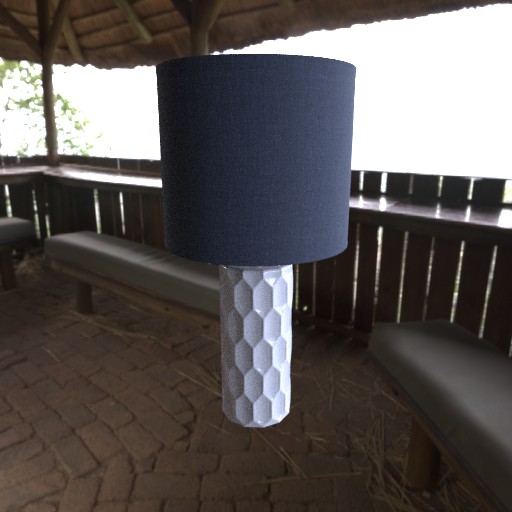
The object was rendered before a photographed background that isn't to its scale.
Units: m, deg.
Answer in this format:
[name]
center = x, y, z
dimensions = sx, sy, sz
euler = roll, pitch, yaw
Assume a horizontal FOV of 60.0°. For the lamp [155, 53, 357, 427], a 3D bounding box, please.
[lamp]
center = 0.000, 0.000, 0.690
dimensions = 0.277, 0.537, 0.277
euler = -7, 17, -25
